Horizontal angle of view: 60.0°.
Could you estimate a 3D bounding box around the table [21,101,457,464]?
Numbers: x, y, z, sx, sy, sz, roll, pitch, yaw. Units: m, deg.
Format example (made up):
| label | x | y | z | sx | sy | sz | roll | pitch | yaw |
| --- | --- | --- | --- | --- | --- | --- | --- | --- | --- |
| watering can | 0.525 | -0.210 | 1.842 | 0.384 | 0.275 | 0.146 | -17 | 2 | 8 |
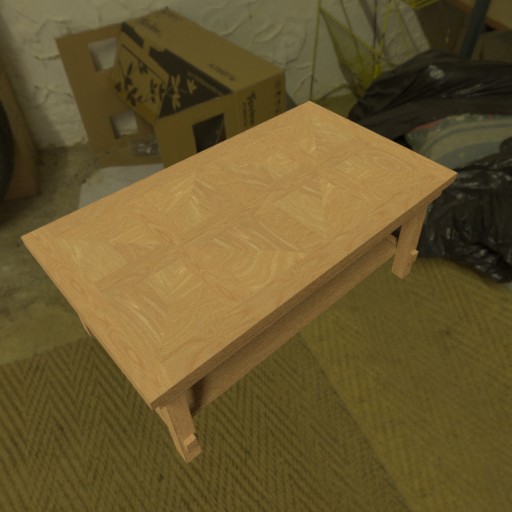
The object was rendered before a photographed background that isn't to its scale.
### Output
| label | x | y | z | sx | sy | sz | roll | pitch | yaw |
| --- | --- | --- | --- | --- | --- | --- | --- | --- | --- |
| table | 0.000 | 0.000 | 1.631 | 1.270 | 0.507 | 0.711 | -33 | 55 | -28 |
